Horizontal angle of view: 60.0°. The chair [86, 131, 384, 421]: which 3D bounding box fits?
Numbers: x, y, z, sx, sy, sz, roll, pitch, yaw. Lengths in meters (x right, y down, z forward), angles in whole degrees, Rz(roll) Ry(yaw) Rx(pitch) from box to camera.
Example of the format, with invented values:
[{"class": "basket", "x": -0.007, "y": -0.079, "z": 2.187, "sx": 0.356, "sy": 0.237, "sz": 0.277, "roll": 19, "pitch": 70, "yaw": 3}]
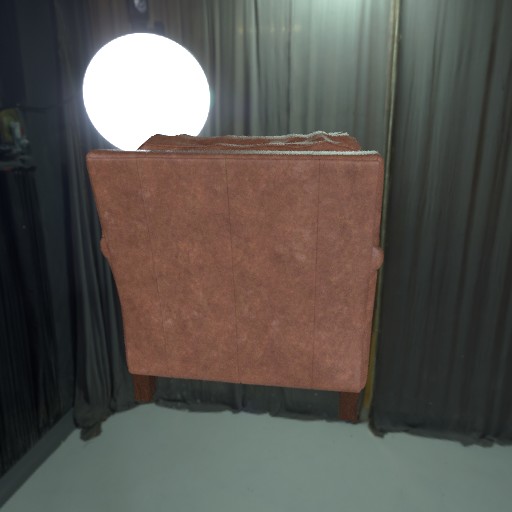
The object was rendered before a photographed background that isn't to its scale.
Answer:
[{"class": "chair", "x": 0.000, "y": 0.000, "z": 1.943, "sx": 0.986, "sy": 1.055, "sz": 1.158, "roll": 2, "pitch": 16, "yaw": 8}]
